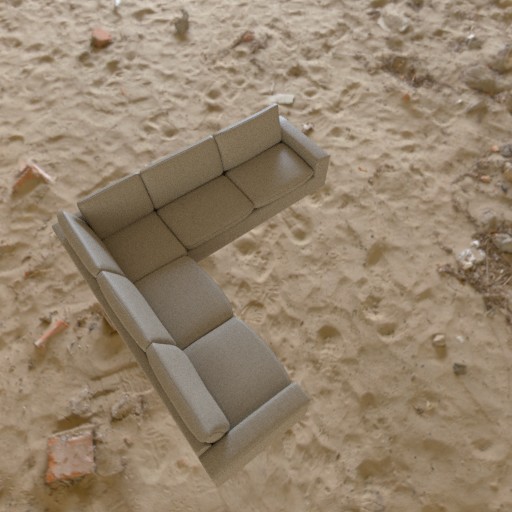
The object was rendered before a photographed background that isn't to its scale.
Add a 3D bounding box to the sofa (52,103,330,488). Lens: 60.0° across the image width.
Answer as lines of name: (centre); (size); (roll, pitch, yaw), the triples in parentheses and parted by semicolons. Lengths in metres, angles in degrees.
sofa: (0.000, 0.000, 4.088); (2.742, 0.800, 2.622); (-33, 62, -20)
